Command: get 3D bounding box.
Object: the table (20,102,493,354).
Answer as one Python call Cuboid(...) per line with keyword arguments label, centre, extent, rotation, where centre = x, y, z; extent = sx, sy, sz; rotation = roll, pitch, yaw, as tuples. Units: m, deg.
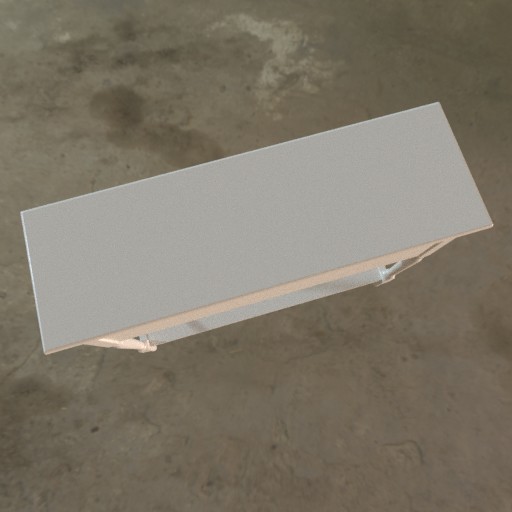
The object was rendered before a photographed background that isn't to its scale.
Cuboid(label="table", centre=(0.000, 0.000, 1.558), extent=(1.191, 0.814, 0.386), rotation=(-16, 76, -4))
